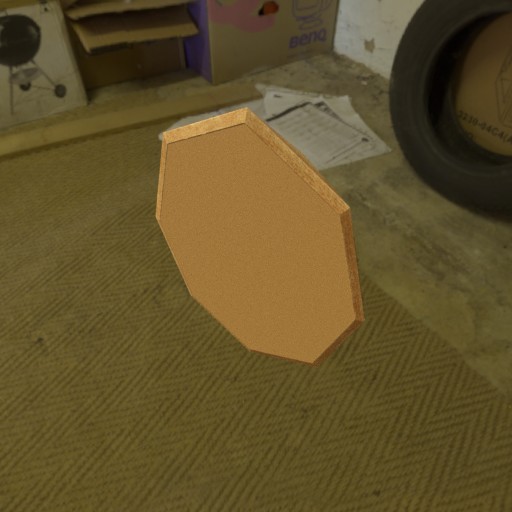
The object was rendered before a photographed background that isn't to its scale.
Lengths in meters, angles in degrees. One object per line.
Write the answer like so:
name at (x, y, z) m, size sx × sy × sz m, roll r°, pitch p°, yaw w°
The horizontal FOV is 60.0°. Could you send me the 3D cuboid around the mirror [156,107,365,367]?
mirror at (0.000, 0.000, 1.038) m, size 0.577 × 0.774 × 0.070 m, roll 26°, pitch 52°, yaw 22°
